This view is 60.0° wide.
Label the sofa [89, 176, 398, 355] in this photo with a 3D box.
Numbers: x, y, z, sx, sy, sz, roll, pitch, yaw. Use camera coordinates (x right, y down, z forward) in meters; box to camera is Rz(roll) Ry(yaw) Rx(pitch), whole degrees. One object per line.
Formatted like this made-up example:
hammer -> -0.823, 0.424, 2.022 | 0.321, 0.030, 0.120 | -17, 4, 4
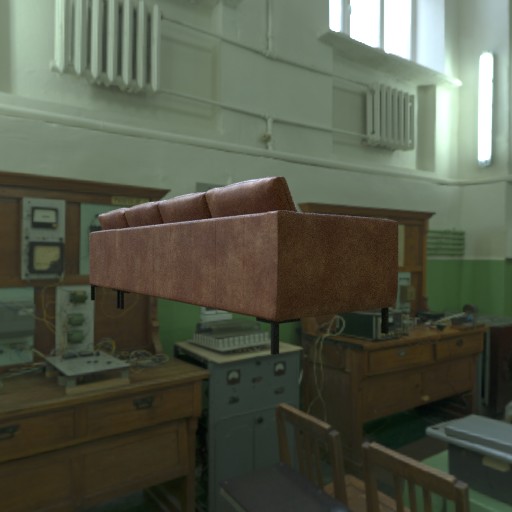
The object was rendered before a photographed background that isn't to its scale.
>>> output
sofa -> 0.000, 0.000, 3.738 | 1.938, 0.877, 2.984 | 0, 1, -36
